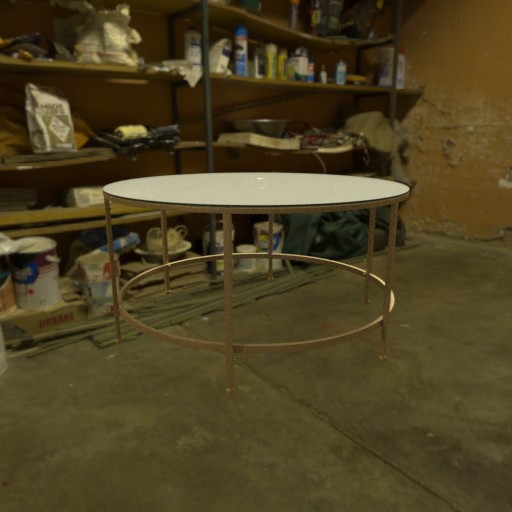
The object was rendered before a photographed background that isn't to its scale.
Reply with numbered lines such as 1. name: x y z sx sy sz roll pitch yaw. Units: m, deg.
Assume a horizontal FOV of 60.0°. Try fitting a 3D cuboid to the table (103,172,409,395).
1. table: 0.000 0.000 1.453 0.914 0.470 0.914 0 15 0
